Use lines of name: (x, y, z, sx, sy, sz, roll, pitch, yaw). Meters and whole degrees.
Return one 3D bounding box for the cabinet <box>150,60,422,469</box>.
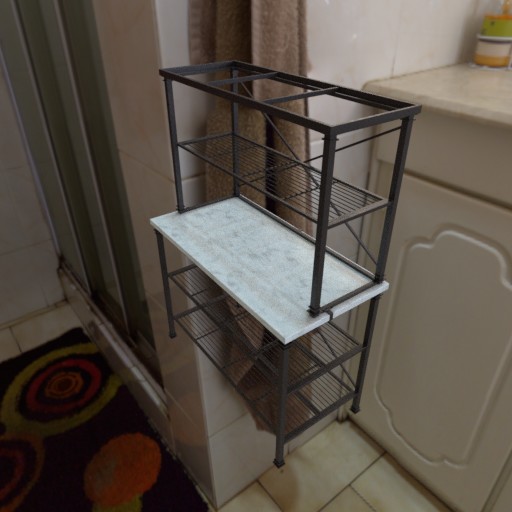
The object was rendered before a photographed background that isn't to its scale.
cabinet: (0.000, 0.000, 2.274, 0.610, 1.659, 1.210, -21, 38, -30)
